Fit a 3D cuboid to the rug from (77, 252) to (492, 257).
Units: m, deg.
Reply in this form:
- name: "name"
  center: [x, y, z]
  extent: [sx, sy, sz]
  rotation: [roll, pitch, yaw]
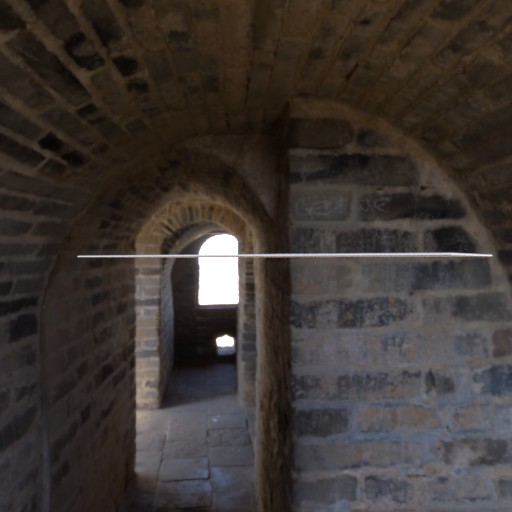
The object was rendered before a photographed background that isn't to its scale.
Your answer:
- name: "rug"
  center: [0.000, 0.000, 2.646]
  extent: [2.388, 0.012, 0.864]
  rotation: [0, -1, 37]
